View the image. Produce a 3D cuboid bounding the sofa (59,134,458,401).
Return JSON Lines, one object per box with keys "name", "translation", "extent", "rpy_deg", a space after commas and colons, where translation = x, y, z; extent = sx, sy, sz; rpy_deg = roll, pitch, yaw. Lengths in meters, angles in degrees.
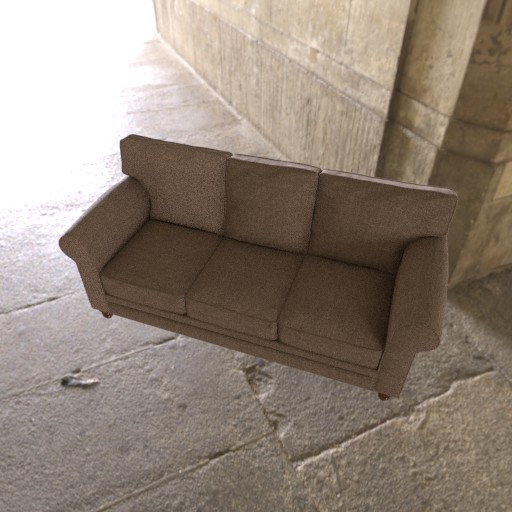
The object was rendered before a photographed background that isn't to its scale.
{"name": "sofa", "translation": [0.000, 0.000, 2.632], "extent": [2.084, 0.961, 0.916], "rpy_deg": [13, 42, 15]}
